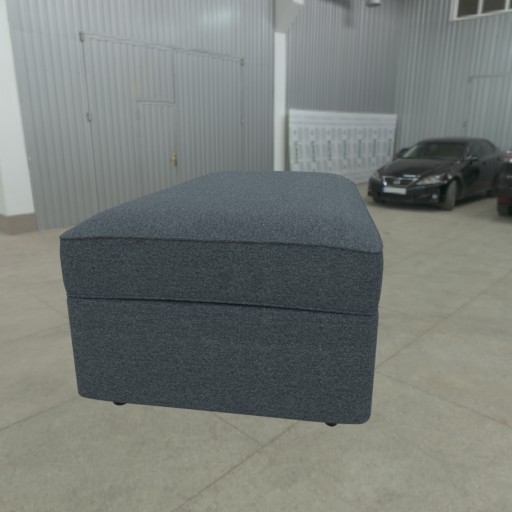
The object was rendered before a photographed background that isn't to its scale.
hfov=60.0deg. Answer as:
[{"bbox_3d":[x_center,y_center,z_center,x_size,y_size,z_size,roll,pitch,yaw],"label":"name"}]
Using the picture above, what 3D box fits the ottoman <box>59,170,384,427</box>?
[{"bbox_3d":[0.000,0.000,1.472,0.681,0.494,1.173,2,16,9],"label":"ottoman"}]
